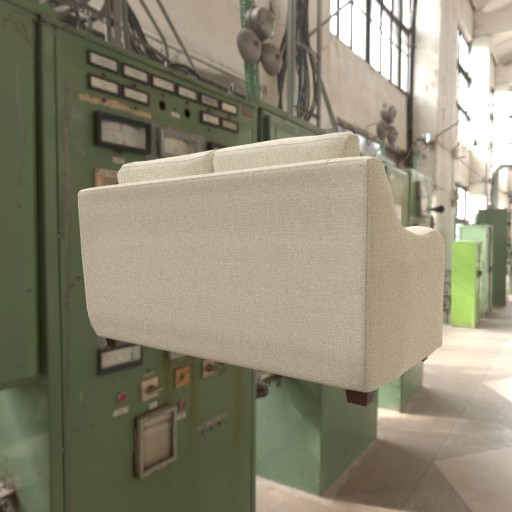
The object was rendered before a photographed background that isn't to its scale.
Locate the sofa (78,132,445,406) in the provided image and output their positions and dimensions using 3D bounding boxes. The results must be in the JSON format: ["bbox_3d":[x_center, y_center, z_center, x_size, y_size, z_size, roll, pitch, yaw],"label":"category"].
[{"bbox_3d":[0.000,0.000,2.363,1.744,1.047,1.040,1,3,36],"label":"sofa"}]
